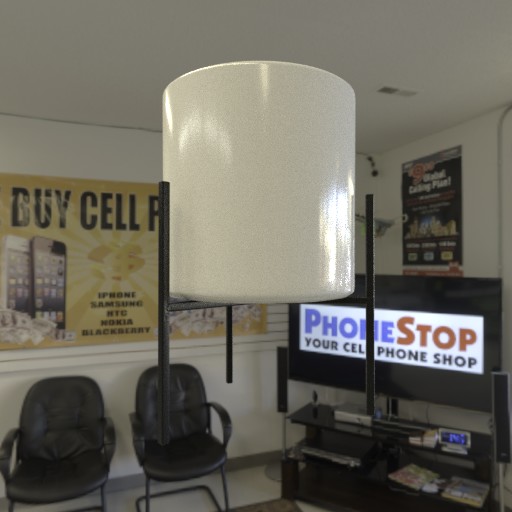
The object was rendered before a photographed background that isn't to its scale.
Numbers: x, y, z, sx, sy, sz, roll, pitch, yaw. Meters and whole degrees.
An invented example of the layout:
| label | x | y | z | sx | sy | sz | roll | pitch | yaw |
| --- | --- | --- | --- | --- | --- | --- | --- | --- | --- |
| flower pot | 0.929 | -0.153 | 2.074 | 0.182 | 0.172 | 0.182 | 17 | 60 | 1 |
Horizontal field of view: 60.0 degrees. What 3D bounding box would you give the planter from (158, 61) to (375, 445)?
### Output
| label | x | y | z | sx | sy | sz | roll | pitch | yaw |
| --- | --- | --- | --- | --- | --- | --- | --- | --- | --- |
| planter | 0.000 | 0.000 | 0.520 | 0.239 | 0.356 | 0.239 | 0 | -1 | -18 |
